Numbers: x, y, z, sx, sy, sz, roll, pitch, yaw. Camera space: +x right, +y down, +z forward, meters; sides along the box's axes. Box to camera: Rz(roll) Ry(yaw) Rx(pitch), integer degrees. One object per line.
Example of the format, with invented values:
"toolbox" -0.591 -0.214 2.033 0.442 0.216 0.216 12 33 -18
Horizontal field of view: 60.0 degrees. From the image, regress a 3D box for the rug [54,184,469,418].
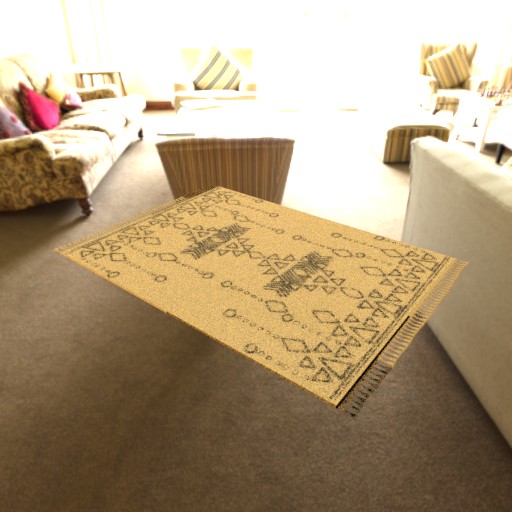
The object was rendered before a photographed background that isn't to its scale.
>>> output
"rug" 0.000 0.000 2.993 2.312 0.013 1.600 22 36 32
